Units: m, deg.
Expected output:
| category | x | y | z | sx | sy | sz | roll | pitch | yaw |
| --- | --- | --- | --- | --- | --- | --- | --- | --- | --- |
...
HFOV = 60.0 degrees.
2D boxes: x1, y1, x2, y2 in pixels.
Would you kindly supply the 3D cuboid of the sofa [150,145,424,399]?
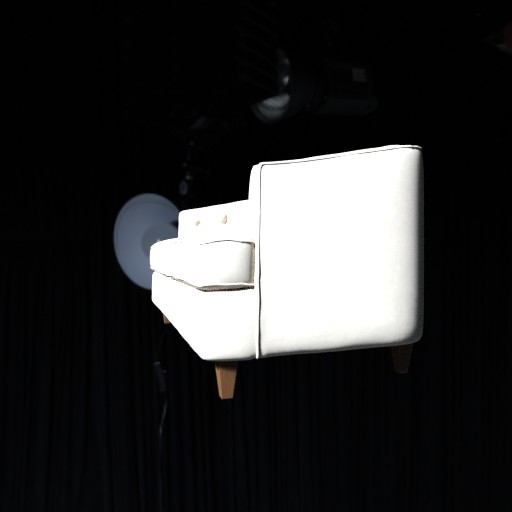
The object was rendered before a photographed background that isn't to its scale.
| category | x | y | z | sx | sy | sz | roll | pitch | yaw |
| --- | --- | --- | --- | --- | --- | --- | --- | --- | --- |
| sofa | 0.000 | 0.000 | 2.248 | 0.940 | 0.878 | 1.731 | 0 | 0 | -18 |
